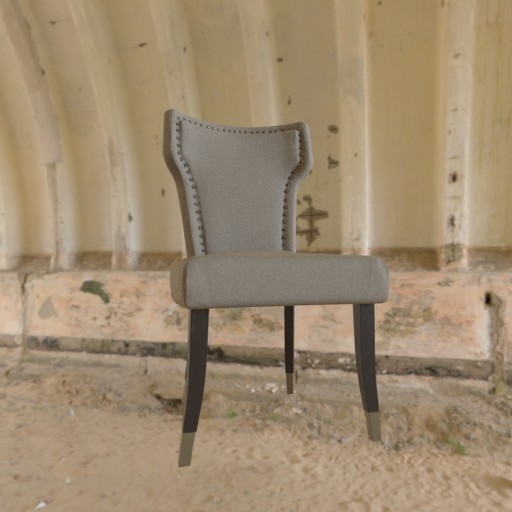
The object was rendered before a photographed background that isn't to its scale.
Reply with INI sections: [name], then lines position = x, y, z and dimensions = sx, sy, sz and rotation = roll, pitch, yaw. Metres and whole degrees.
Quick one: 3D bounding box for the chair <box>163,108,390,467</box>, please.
[chair]
position = 0.000, 0.000, 1.320
dimensions = 0.526, 0.955, 0.630
rotation = 0, -1, -17
